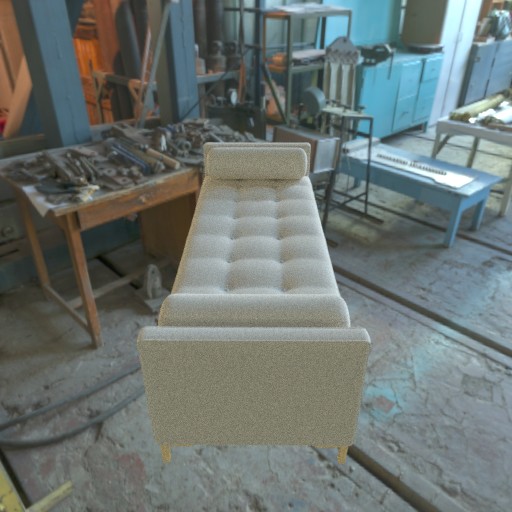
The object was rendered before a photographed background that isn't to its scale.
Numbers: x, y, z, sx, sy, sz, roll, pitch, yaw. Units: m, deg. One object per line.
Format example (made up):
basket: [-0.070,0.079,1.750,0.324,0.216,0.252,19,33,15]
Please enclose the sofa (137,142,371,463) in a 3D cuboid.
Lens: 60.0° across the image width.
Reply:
sofa: [0.000,0.000,2.339,0.746,0.641,1.985,0,32,0]
